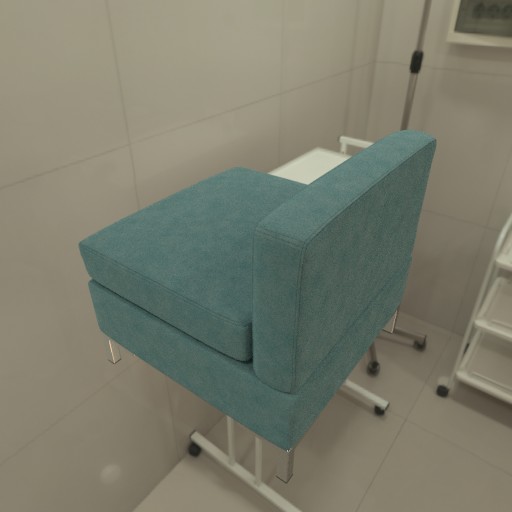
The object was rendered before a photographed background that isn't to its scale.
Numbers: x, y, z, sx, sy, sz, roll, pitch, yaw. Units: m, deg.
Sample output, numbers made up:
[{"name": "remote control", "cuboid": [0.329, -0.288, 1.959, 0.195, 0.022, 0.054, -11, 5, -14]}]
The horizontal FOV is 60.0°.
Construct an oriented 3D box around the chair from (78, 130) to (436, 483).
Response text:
[{"name": "chair", "cuboid": [0.000, 0.000, 1.229, 0.685, 0.660, 0.684, 22, 39, 30]}]
